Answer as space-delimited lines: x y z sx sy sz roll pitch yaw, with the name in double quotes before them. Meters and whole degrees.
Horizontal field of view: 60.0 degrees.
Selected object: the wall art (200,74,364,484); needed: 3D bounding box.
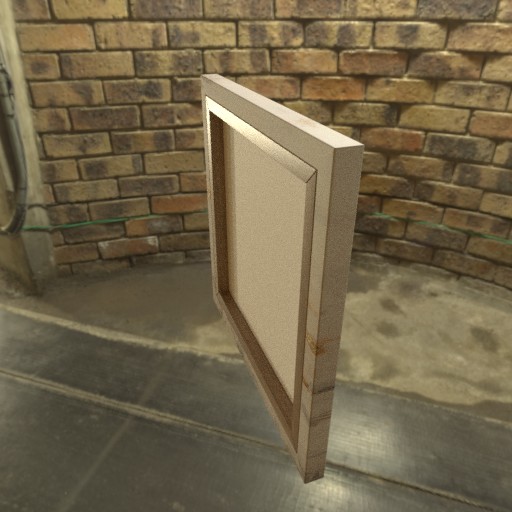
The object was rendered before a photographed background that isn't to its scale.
"wall art" 0.000 0.000 0.899 0.040 0.613 0.611 -10 31 -18
